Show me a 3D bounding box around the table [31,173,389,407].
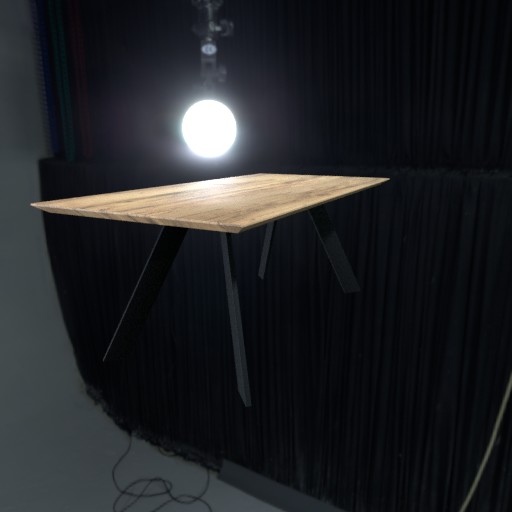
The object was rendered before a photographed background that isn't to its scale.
[{"bbox_3d":[0.000,0.000,2.517,1.000,0.770,2.000,8,16,27],"label":"table"}]
